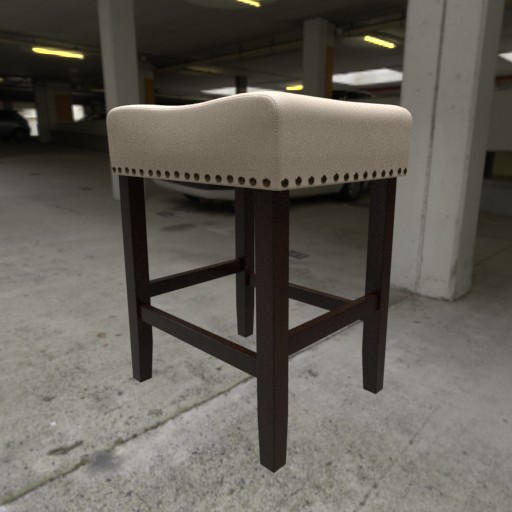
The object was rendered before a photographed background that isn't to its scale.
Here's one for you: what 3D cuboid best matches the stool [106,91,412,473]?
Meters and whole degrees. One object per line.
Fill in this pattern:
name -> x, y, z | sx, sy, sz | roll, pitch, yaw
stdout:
stool -> 0.000, 0.000, 0.943 | 0.471, 0.609, 0.401 | 14, 20, 42
